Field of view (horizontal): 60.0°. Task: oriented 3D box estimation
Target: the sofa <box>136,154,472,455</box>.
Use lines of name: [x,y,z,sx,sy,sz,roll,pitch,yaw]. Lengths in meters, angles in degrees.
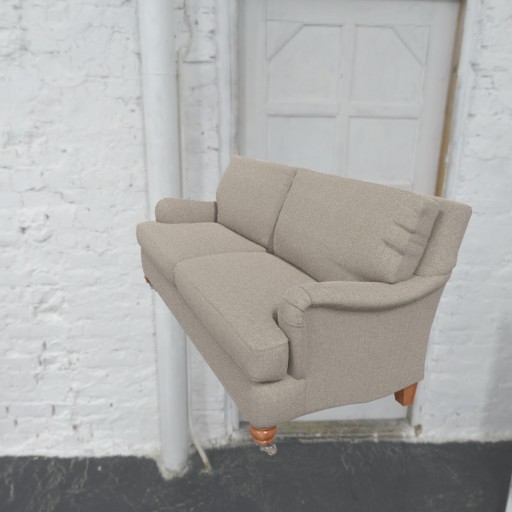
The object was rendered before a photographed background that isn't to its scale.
sofa: [0.000,0.000,2.720,1.087,1.054,2.160,-9,20,-24]
